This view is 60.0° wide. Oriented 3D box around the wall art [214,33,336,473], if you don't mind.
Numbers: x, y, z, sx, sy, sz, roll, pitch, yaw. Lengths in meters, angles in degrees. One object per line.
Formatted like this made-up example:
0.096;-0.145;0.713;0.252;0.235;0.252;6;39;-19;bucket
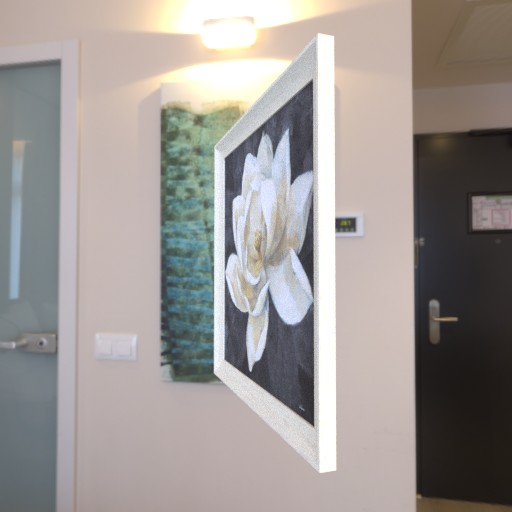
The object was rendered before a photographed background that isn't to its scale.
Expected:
0.000;0.000;1.510;0.045;1.016;1.016;1;-2;-19;wall art
